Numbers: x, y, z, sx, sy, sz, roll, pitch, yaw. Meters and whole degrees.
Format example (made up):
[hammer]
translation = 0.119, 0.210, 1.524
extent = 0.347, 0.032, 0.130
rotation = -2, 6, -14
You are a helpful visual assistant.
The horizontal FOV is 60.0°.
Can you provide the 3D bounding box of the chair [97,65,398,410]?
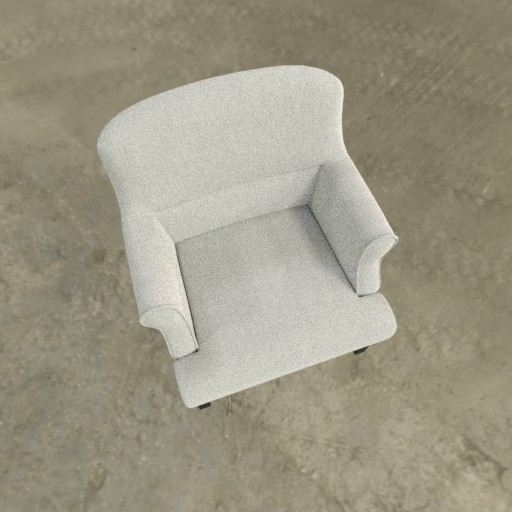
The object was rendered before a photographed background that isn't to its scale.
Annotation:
[chair]
translation = 0.000, 0.000, 1.472
extent = 0.781, 0.875, 0.750
rotation = -17, 65, -8
